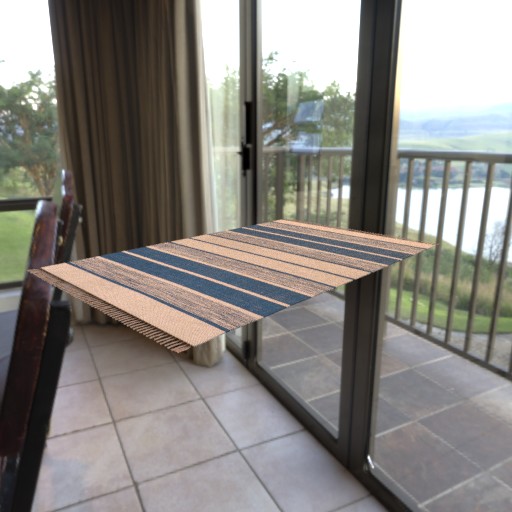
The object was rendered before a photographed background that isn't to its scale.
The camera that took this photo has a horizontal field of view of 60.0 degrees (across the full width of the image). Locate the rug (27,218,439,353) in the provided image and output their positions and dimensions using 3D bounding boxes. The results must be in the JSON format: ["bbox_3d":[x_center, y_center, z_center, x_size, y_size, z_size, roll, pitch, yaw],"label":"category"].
[{"bbox_3d":[0.000,0.000,3.032,1.532,0.010,2.441,14,21,42],"label":"rug"}]
